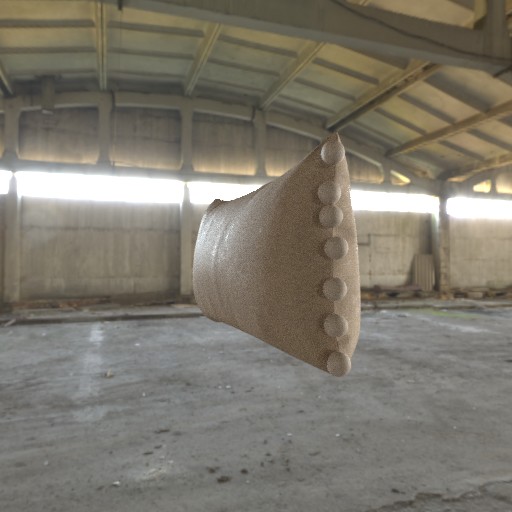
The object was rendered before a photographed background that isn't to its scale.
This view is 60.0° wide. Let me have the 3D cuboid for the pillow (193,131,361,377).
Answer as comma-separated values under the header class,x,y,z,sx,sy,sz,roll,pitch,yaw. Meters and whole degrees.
class,x,y,z,sx,sy,sz,roll,pitch,yaw
pillow,0.000,0.000,0.852,0.201,0.322,0.709,1,-2,-19
